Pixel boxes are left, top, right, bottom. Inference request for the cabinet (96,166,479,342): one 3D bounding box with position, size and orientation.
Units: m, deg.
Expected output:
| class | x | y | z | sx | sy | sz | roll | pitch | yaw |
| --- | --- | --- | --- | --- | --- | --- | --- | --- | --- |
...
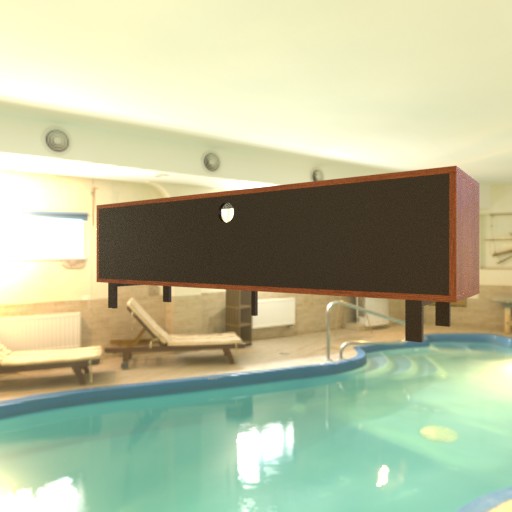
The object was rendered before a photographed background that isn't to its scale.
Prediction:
| class | x | y | z | sx | sy | sz | roll | pitch | yaw |
| --- | --- | --- | --- | --- | --- | --- | --- | --- | --- |
| cabinet | 0.000 | 0.000 | 1.869 | 1.650 | 0.500 | 0.400 | 0 | 0 | 36 |
